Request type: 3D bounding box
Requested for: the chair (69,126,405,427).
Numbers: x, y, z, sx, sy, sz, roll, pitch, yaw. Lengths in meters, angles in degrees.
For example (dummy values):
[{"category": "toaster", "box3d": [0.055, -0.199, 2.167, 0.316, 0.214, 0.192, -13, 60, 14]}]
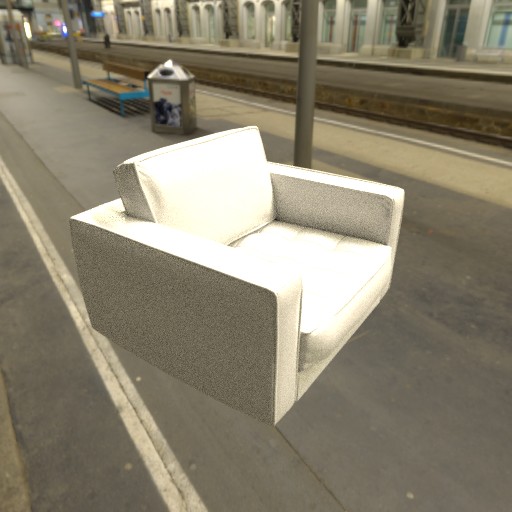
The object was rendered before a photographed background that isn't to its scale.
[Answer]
[{"category": "chair", "box3d": [0.000, 0.000, 1.584, 0.843, 0.773, 0.928, 18, 32, 31]}]
